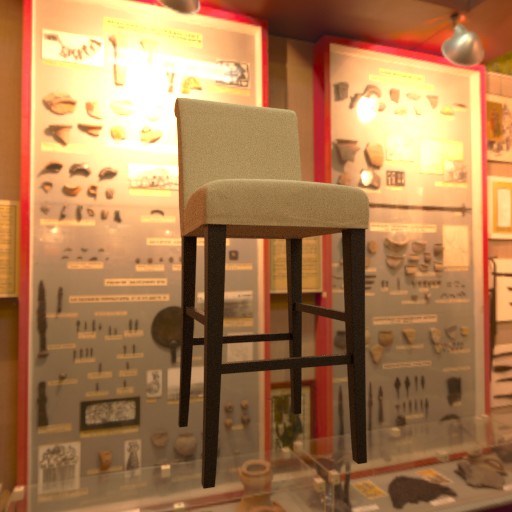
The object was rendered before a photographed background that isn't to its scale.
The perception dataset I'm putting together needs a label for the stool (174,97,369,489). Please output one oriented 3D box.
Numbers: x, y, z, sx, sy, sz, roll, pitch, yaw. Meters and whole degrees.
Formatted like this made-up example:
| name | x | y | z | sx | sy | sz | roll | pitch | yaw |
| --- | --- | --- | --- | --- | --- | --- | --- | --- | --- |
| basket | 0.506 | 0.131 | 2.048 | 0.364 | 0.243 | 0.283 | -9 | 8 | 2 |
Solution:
| name | x | y | z | sx | sy | sz | roll | pitch | yaw |
| --- | --- | --- | --- | --- | --- | --- | --- | --- | --- |
| stool | 0.000 | 0.000 | 1.390 | 0.452 | 1.124 | 0.597 | 0 | -1 | -18 |
